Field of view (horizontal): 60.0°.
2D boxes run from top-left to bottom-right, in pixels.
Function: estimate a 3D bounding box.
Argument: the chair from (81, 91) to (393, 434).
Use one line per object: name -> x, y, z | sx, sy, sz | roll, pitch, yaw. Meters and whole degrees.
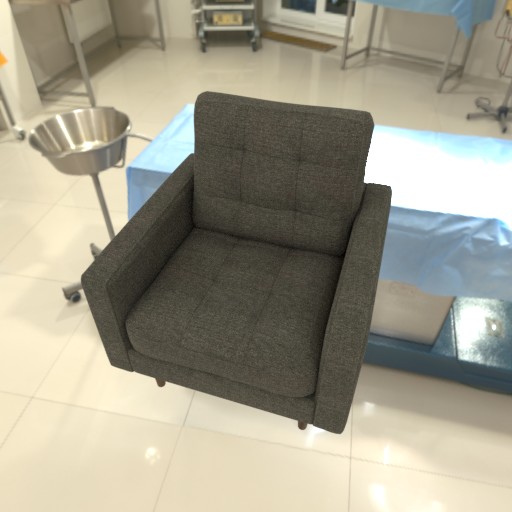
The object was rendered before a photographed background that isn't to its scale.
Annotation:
chair -> 0.000, 0.000, 1.533 | 0.821, 0.880, 0.843 | 12, 43, 13
